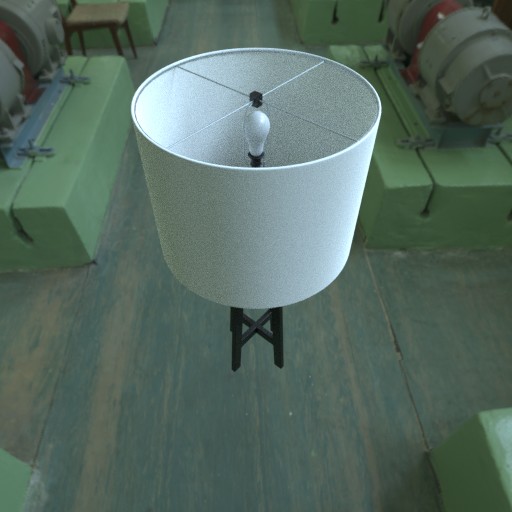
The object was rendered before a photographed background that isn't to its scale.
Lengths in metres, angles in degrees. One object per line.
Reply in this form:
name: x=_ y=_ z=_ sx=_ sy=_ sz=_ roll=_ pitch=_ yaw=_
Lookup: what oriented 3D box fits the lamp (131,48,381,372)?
lamp: x=0.000 y=0.000 z=0.638 sx=0.257 sy=0.489 sz=0.257 roll=-3 pitch=46 yaw=-3
